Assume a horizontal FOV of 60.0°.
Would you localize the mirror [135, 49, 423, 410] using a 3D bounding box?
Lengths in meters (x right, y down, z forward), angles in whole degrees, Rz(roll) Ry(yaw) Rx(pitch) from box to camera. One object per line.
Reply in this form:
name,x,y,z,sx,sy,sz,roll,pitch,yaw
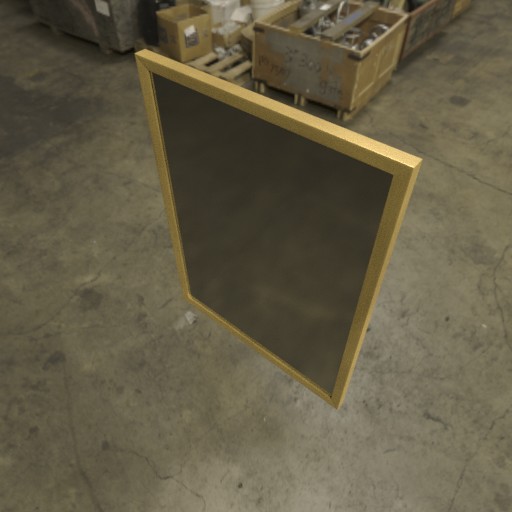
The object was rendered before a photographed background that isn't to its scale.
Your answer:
mirror,0.000,0.000,1.337,0.762,1.016,0.040,31,54,26
